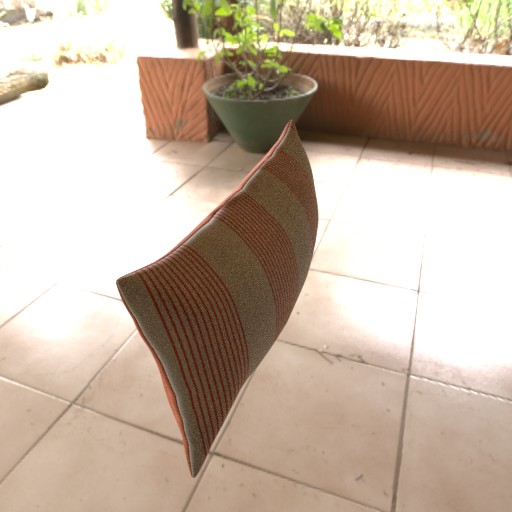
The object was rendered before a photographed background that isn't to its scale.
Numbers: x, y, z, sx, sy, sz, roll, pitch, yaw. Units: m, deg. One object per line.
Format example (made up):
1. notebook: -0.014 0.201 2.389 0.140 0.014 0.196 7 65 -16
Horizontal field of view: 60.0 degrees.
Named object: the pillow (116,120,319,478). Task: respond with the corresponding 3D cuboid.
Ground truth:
1. pillow: 0.000 0.000 0.726 0.156 0.292 0.608 11 34 17
